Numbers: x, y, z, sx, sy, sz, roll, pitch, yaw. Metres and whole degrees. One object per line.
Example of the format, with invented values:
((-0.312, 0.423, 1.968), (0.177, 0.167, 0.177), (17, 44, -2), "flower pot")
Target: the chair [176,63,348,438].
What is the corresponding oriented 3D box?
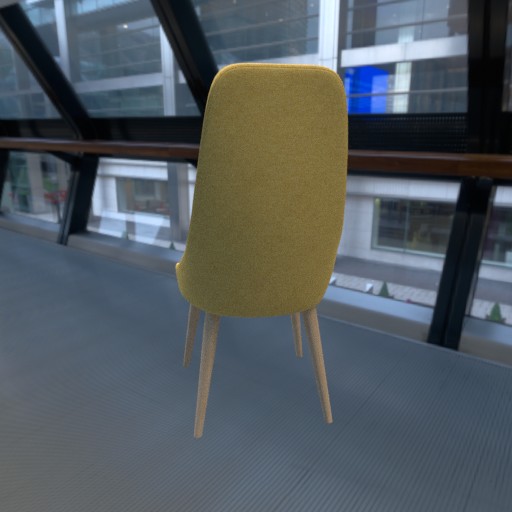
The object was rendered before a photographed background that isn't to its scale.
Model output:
((0.000, 0.000, 1.408), (0.510, 1.040, 0.660), (-3, 15, -10), "chair")
